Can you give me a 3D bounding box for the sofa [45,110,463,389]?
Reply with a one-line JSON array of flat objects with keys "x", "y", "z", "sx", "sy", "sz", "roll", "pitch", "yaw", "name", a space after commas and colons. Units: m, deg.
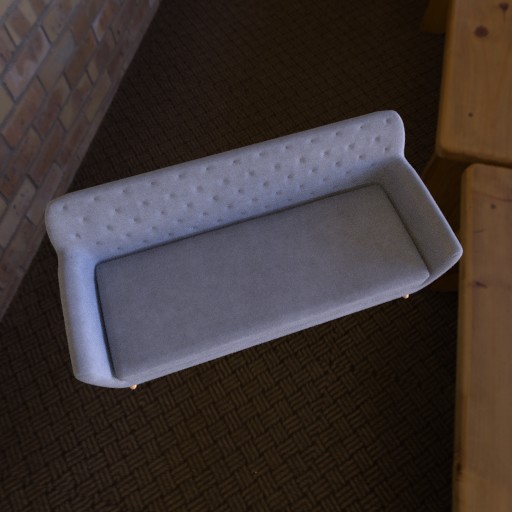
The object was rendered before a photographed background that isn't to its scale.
[{"x": 0.000, "y": 0.000, "z": 2.396, "sx": 1.970, "sy": 0.830, "sz": 0.830, "roll": -17, "pitch": 65, "yaw": -8, "name": "sofa"}]
